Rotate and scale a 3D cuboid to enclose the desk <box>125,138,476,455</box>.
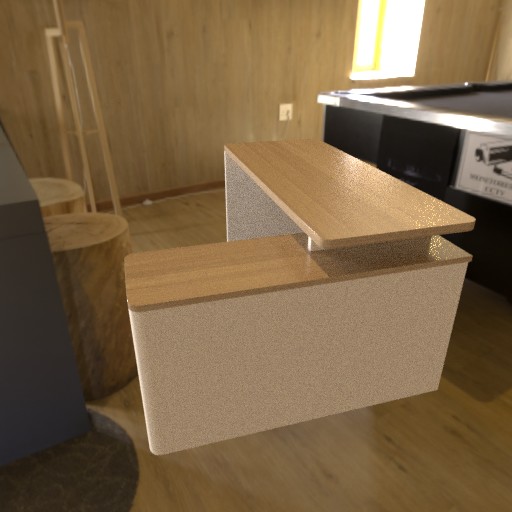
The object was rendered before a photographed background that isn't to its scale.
[{"bbox_3d":[0.000,0.000,2.122,1.175,0.770,1.400,-7,27,-15],"label":"desk"}]
